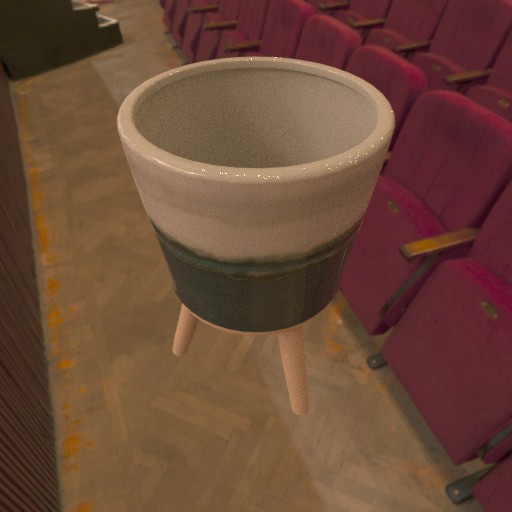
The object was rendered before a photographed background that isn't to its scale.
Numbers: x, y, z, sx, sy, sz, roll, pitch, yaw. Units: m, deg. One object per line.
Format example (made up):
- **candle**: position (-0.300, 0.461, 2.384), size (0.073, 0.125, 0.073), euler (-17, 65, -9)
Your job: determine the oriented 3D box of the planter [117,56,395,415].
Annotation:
- **planter**: position (0.000, 0.000, 0.463), size (0.217, 0.331, 0.217), euler (-13, 44, -14)
